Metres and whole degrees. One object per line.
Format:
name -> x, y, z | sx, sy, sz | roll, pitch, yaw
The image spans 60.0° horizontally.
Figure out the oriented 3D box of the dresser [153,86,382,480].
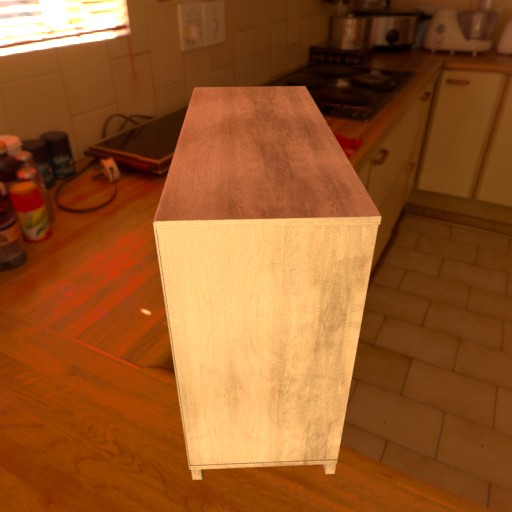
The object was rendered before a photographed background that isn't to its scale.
dresser -> 0.000, 0.000, 1.419 | 0.404, 0.816, 0.994 | -1, 34, -2
